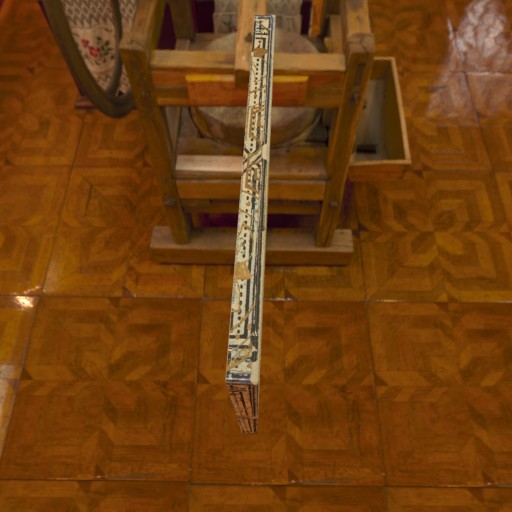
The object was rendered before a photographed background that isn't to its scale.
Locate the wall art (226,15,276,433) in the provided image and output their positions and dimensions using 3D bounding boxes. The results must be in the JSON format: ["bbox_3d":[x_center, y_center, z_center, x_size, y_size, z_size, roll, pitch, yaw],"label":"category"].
[{"bbox_3d":[0.000,0.000,0.884,0.036,0.607,0.609,3,64,1],"label":"wall art"}]
